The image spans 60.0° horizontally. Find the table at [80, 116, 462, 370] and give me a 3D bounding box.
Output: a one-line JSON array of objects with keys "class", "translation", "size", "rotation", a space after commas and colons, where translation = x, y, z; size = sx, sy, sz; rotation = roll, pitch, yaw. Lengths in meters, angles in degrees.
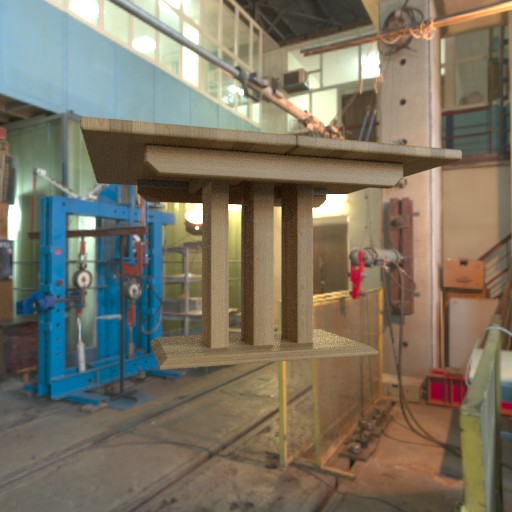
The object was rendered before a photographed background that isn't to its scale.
[{"class": "table", "translation": [0.000, 0.000, 1.849], "size": [1.300, 0.770, 0.900], "rotation": [0, -1, -17]}]
